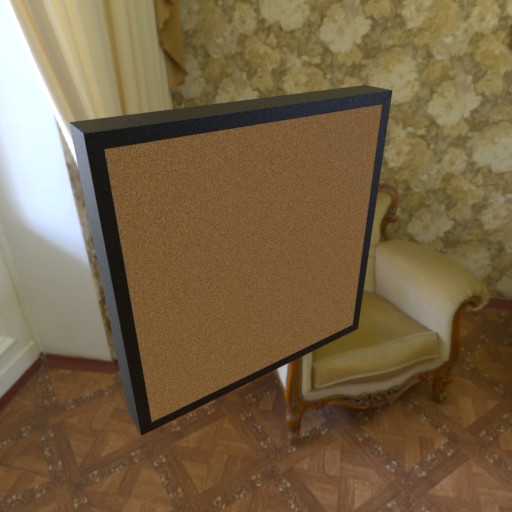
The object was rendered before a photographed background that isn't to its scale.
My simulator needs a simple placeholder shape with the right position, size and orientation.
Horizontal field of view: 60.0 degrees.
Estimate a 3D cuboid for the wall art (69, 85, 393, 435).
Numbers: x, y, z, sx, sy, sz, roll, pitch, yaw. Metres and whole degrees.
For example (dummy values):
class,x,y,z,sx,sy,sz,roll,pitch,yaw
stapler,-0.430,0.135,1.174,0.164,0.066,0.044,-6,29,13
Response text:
class,x,y,z,sx,sy,sz,roll,pitch,yaw
wall art,0.000,0.000,0.459,0.304,0.304,0.038,-18,35,-29
